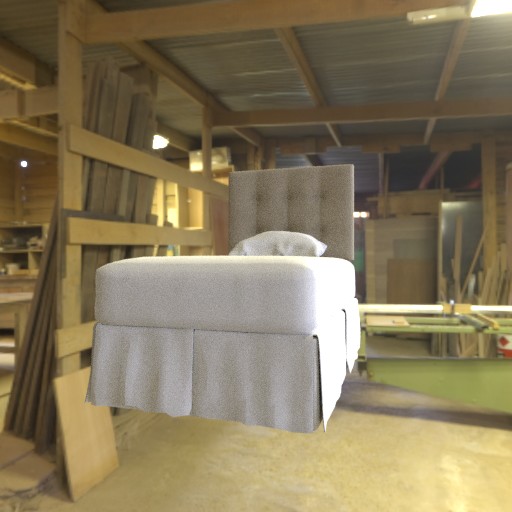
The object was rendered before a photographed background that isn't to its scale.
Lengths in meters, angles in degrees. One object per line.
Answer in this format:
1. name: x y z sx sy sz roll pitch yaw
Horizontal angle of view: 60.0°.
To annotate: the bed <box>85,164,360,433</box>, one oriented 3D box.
1. bed: 0.000 0.000 3.035 1.261 1.571 1.997 0 0 18
